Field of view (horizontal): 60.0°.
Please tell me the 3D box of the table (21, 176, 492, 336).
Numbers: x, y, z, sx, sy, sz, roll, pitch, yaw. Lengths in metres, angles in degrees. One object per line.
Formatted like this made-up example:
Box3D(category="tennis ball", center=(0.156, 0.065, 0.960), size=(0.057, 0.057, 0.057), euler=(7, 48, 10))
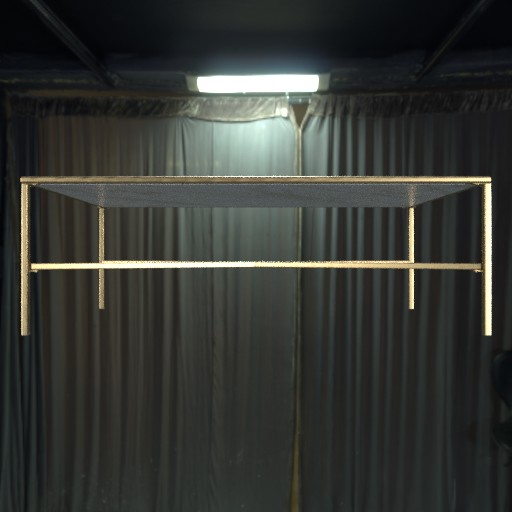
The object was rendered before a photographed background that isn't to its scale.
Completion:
Box3D(category="table", center=(0.000, 0.000, 1.414), size=(1.197, 0.405, 0.577), euler=(0, 0, 0))
